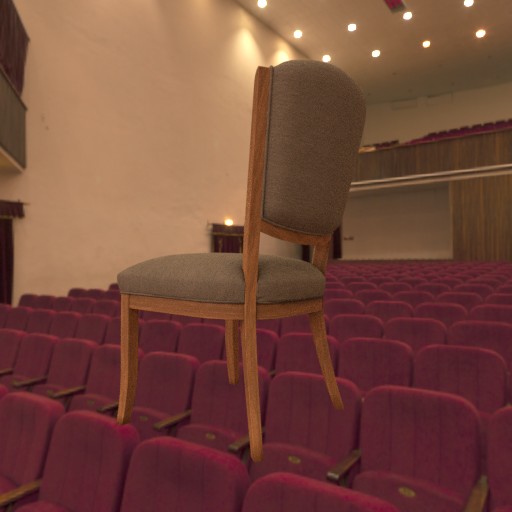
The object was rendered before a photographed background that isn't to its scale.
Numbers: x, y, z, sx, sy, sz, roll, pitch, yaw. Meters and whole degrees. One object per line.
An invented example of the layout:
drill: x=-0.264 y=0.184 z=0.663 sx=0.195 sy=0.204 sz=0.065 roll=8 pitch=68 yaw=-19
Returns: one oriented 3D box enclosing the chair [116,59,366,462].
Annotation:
chair: x=0.000 y=0.000 z=1.248 sx=0.584 sy=0.905 sz=0.513 roll=-1 pitch=-1 yaw=35
